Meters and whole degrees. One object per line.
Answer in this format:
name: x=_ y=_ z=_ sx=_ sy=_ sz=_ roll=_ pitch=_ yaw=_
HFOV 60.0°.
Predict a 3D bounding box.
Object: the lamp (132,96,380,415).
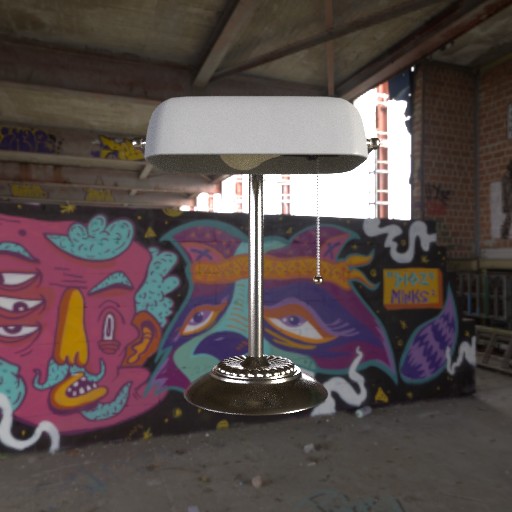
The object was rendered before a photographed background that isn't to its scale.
lamp: x=0.000 y=0.000 z=0.528 sx=0.264 sy=0.339 sz=0.243 roll=0 pitch=-1 yaw=0
